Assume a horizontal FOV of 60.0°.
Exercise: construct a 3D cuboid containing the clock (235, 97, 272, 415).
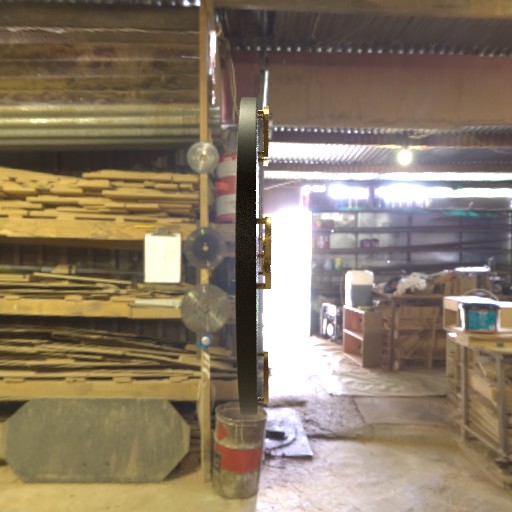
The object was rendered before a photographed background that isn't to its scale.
[{"bbox_3d":[0.000,0.000,0.673,0.038,0.454,0.454,0,0,1],"label":"clock"}]
